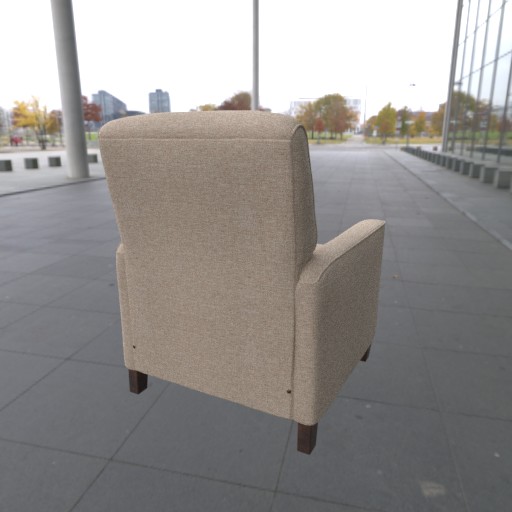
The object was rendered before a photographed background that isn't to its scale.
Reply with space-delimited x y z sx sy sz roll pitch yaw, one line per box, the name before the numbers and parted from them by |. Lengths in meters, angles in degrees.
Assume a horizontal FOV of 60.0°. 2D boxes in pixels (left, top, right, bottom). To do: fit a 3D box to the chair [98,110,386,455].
chair | 0.000 0.000 1.703 0.841 1.028 0.858 8 17 27
